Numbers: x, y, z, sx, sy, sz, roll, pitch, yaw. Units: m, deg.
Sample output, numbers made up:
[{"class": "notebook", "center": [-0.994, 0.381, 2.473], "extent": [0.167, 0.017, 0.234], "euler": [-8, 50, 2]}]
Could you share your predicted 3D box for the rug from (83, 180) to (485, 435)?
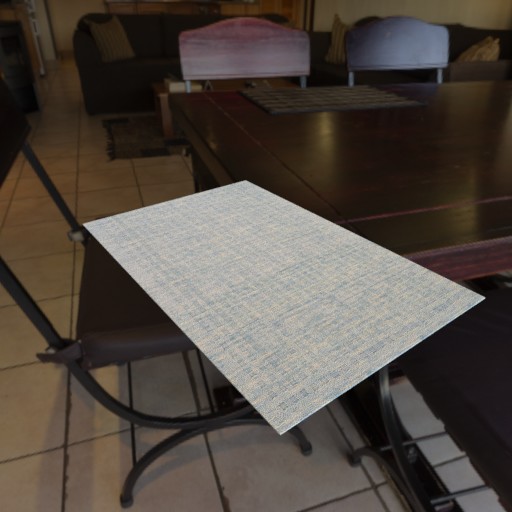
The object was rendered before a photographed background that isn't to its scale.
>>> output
[{"class": "rug", "center": [0.000, 0.000, 2.209], "extent": [1.142, 0.006, 1.752], "euler": [-21, 36, -31]}]
